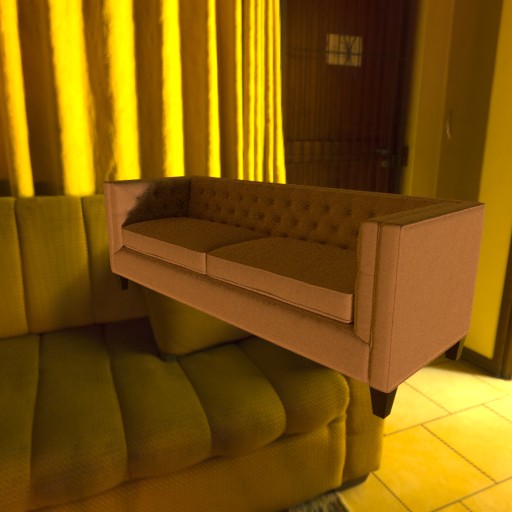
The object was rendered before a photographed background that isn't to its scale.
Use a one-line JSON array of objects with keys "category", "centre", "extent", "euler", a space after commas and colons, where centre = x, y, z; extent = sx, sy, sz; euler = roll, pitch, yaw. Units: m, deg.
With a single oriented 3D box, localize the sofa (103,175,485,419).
[{"category": "sofa", "centre": [0.000, 0.000, 2.553], "extent": [0.775, 0.762, 2.159], "euler": [-14, 20, -42]}]
